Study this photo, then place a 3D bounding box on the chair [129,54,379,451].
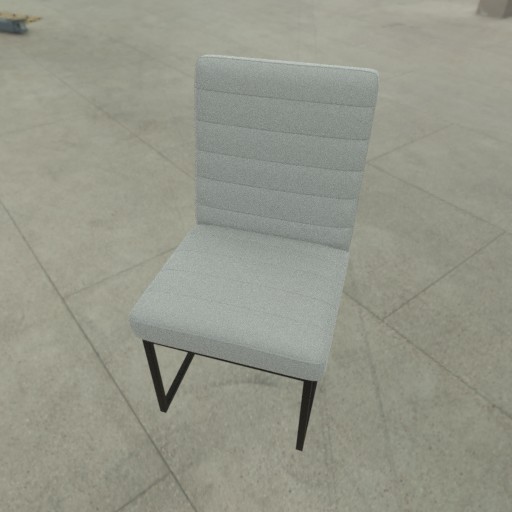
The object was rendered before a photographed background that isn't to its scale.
[{"bbox_3d":[0.000,0.000,1.291,0.520,0.930,0.634,11,41,12],"label":"chair"}]
